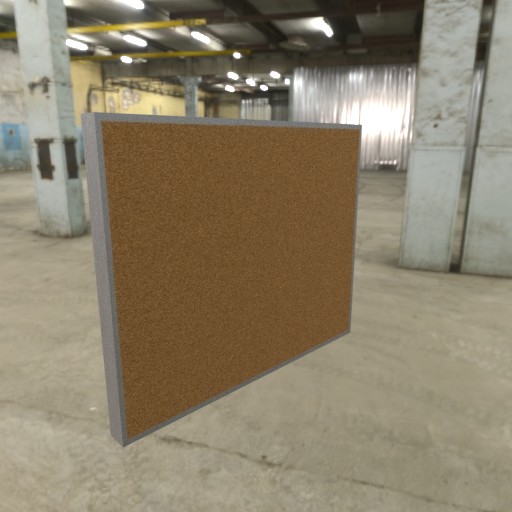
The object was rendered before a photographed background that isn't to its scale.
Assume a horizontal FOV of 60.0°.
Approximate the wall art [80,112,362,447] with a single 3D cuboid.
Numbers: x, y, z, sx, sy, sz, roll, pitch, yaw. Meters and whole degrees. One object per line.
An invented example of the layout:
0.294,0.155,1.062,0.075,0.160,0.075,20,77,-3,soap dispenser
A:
0.000,0.000,0.769,0.557,0.450,0.037,-14,20,-42,wall art
